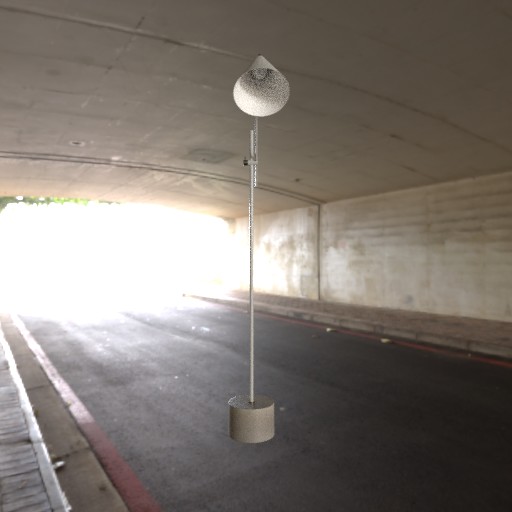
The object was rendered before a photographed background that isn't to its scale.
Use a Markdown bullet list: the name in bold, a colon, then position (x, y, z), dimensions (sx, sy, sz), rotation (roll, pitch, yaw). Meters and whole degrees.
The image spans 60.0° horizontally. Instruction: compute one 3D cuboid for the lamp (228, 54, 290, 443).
- **lamp**: position (0.000, 0.000, 1.632), dimensions (0.223, 1.430, 0.508), rotation (0, 0, 0)
